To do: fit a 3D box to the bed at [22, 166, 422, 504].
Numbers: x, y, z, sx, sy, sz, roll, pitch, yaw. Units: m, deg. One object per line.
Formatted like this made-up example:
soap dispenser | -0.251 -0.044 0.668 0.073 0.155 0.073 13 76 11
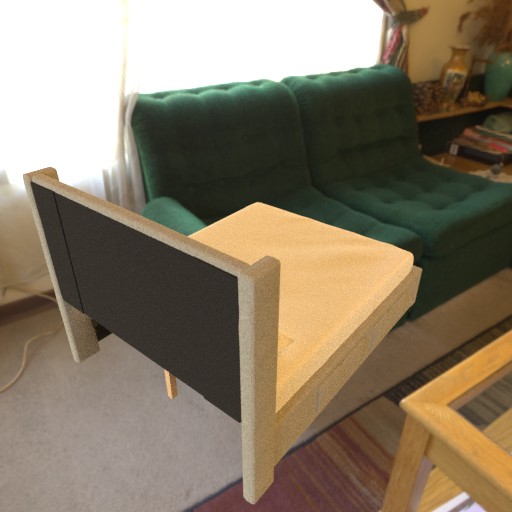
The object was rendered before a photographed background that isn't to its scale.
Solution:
bed | 0.000 0.000 3.245 1.774 1.491 2.222 23 38 33
